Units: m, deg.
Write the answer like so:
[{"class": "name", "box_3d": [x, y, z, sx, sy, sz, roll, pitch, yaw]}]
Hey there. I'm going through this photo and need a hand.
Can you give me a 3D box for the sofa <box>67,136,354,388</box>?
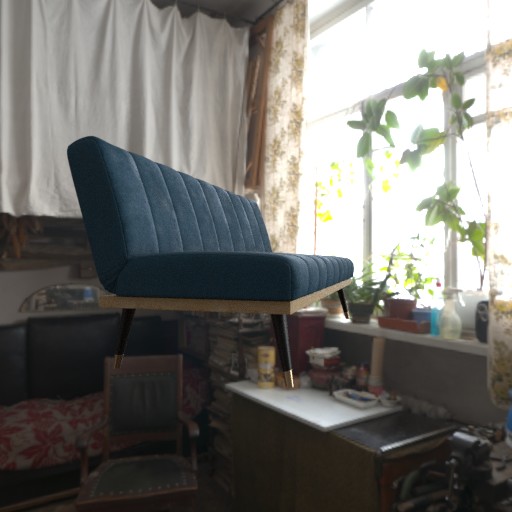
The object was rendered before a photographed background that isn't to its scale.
[{"class": "sofa", "box_3d": [0.000, 0.000, 2.277, 0.830, 0.825, 1.810, 0, 0, 18]}]
